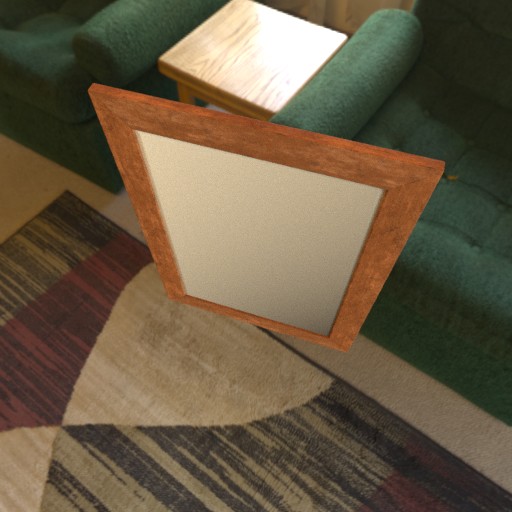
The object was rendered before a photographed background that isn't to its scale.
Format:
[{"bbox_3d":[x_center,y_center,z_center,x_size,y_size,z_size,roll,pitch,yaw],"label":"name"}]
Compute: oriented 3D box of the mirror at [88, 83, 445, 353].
[{"bbox_3d":[0.000,0.000,1.419,0.796,1.099,0.028,15,60,9],"label":"mirror"}]
